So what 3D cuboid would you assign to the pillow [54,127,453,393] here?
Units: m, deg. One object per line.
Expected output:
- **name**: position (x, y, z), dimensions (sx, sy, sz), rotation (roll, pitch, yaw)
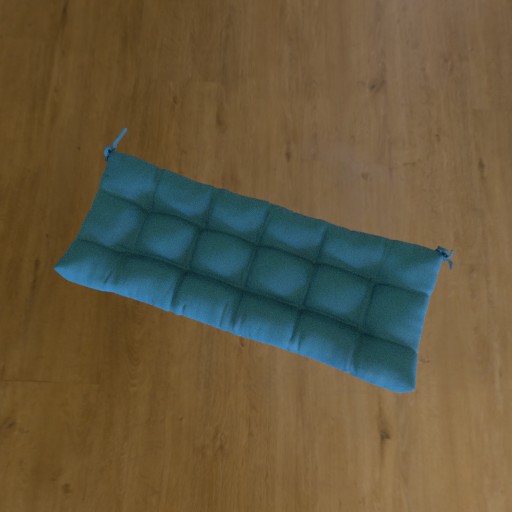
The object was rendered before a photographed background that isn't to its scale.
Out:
- **pillow**: position (0.000, 0.000, 1.380), dimensions (1.194, 0.174, 0.511), rotation (18, 76, 5)
